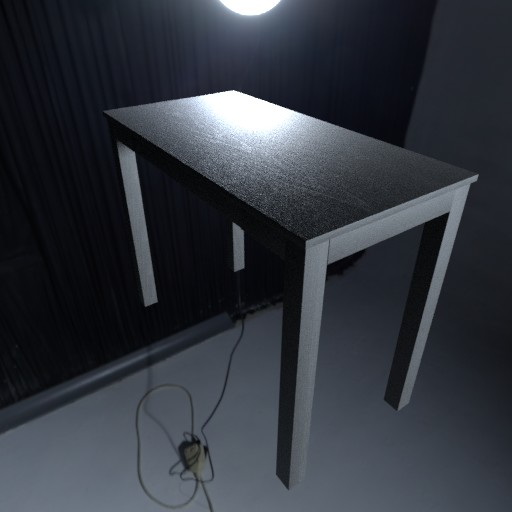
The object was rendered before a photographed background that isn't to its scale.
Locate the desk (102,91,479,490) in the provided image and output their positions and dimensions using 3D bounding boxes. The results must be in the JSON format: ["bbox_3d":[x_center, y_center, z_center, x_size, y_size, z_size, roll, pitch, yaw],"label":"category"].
[{"bbox_3d":[0.000,0.000,1.399,0.499,0.762,0.991,-21,38,-29],"label":"desk"}]
